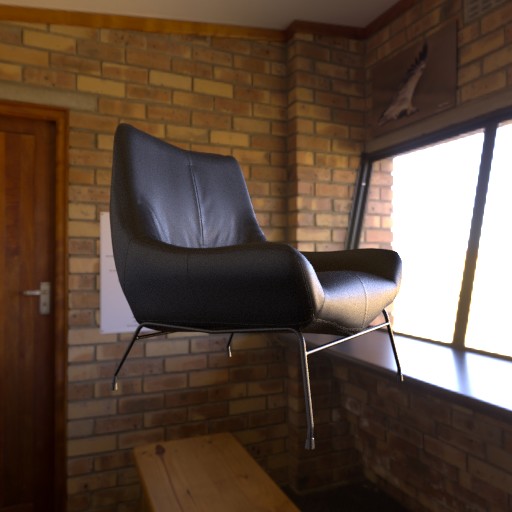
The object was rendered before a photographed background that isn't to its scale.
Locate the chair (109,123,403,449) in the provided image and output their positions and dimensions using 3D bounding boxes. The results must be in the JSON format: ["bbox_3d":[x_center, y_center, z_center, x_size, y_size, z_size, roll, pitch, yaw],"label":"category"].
[{"bbox_3d":[0.000,0.000,1.582,0.826,0.922,0.836,0,-1,35],"label":"chair"}]
